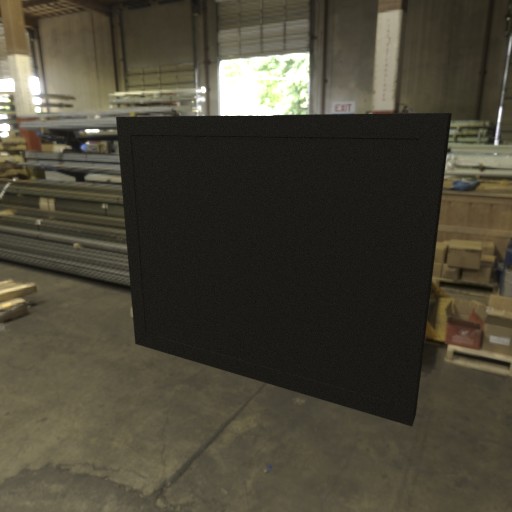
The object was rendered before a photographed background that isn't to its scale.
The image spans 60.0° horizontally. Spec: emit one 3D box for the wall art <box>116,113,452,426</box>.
[{"bbox_3d":[0.000,0.000,0.544,0.404,0.329,0.024,9,19,27],"label":"wall art"}]
